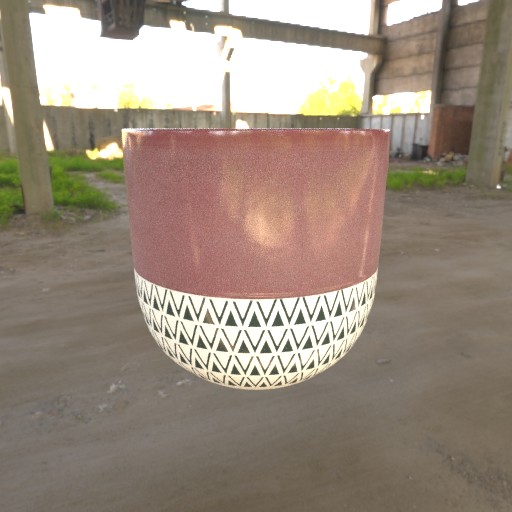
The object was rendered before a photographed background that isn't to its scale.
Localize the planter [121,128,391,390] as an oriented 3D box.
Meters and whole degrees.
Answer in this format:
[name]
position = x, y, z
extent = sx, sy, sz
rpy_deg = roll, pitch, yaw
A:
[planter]
position = 0.000, 0.000, 0.491
extent = 0.266, 0.270, 0.266
rpy_deg = 0, 16, 0
